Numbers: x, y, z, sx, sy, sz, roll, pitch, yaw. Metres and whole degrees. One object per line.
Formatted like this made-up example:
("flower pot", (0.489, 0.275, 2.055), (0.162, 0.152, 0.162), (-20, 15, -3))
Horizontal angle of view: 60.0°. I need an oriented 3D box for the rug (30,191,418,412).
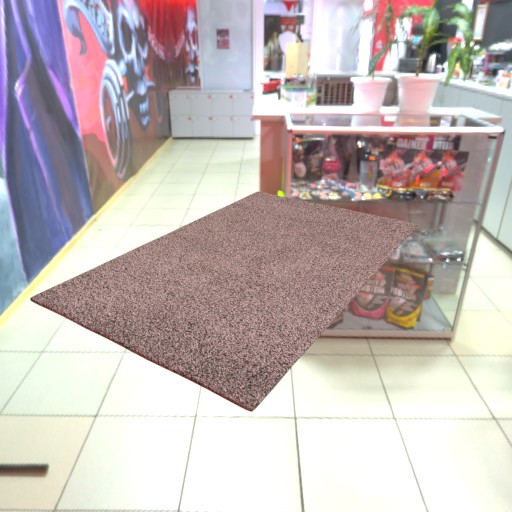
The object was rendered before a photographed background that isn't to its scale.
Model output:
("rug", (0.000, 0.000, 3.507), (1.778, 0.030, 2.743), (16, 30, 30))
